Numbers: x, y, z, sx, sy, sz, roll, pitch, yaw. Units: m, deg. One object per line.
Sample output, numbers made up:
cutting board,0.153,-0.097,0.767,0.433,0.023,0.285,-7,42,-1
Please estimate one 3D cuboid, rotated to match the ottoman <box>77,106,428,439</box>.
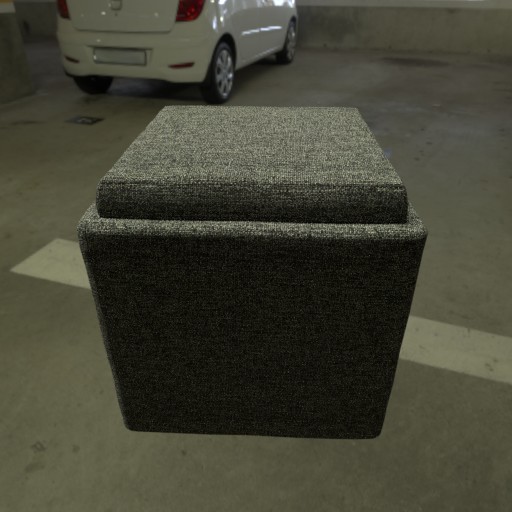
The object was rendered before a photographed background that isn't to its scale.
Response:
ottoman,0.000,0.000,0.819,0.450,0.463,0.450,1,32,2
